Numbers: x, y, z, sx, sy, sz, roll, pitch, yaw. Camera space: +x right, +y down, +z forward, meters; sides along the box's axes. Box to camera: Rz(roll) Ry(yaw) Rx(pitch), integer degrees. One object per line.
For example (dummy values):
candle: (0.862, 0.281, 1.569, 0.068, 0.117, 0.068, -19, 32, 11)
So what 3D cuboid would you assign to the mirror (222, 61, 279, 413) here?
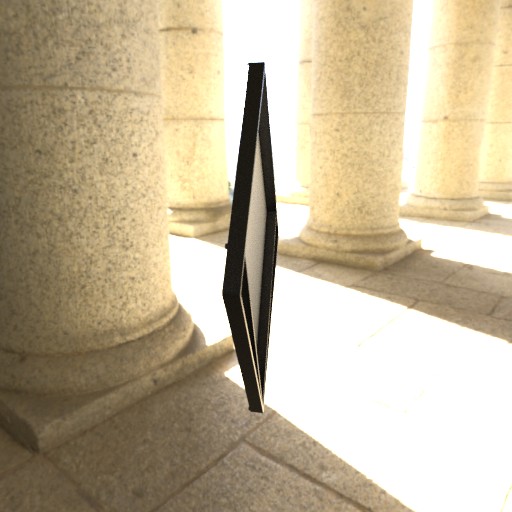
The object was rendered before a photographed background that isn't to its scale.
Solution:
mirror: (0.000, 0.000, 0.838, 0.032, 0.679, 0.419, 3, 16, 10)
